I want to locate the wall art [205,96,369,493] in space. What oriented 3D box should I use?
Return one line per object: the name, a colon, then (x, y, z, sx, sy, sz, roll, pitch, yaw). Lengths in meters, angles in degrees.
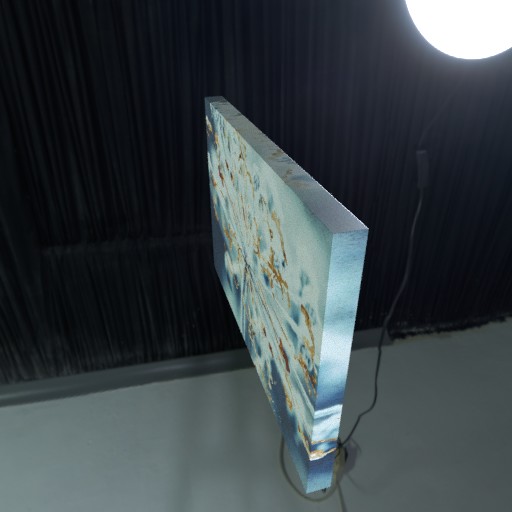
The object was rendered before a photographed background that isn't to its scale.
wall art: (0.000, 0.000, 0.758, 0.036, 0.405, 0.607, -9, 32, -14)
